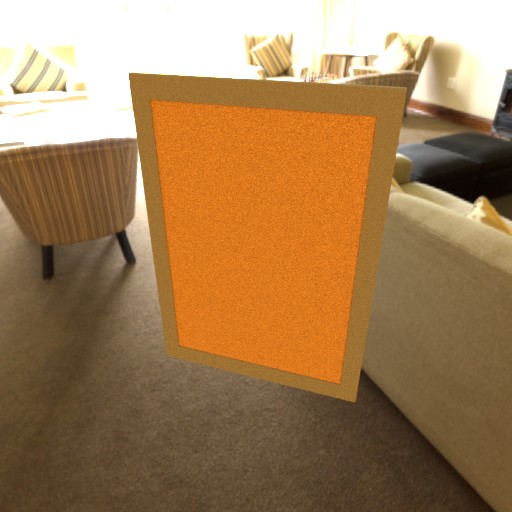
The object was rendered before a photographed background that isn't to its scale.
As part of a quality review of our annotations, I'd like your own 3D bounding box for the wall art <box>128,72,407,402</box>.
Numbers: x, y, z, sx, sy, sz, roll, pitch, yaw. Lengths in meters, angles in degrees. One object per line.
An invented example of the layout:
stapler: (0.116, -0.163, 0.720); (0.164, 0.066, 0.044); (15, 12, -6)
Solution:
wall art: (0.000, 0.000, 0.706); (0.374, 0.529, 0.012); (10, 32, 16)
